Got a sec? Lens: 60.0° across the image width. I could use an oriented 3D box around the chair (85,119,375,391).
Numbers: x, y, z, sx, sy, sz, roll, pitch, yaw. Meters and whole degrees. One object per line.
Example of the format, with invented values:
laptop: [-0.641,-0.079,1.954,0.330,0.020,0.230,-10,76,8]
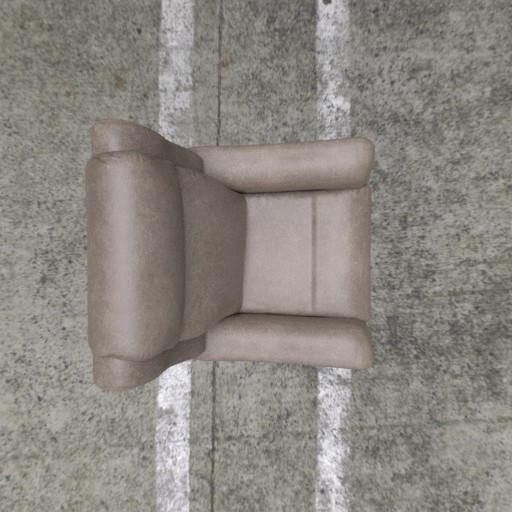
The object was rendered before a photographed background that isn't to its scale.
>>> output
chair: [0.000,0.000,1.852,1.068,1.116,0.967,0,91,0]
